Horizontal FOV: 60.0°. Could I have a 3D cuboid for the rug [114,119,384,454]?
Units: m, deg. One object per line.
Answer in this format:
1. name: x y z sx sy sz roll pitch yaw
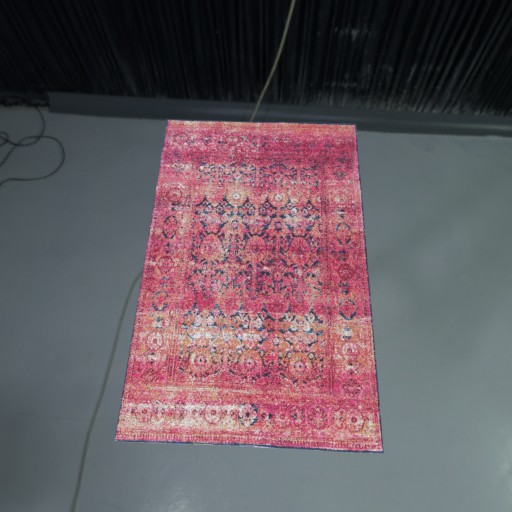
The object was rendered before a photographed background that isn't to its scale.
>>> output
1. rug: 0.000 0.000 3.063 1.539 0.018 2.449 2 64 1
